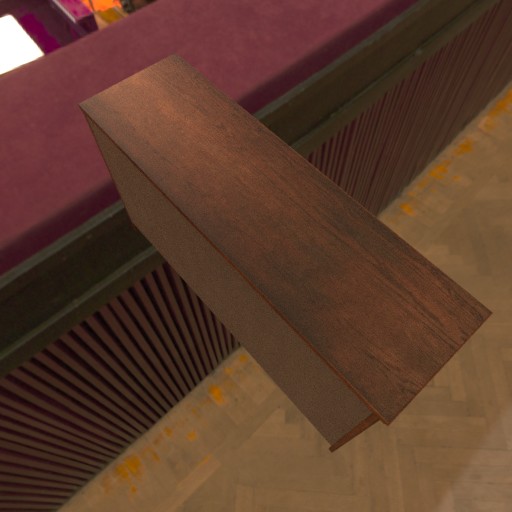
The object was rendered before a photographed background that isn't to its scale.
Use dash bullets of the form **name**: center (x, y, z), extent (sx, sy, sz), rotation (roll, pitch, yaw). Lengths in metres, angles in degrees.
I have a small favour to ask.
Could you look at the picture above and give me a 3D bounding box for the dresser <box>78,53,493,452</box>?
- **dresser**: center (0.000, 0.000, 1.857), extent (0.463, 0.856, 1.551), rotation (-37, 67, -19)
